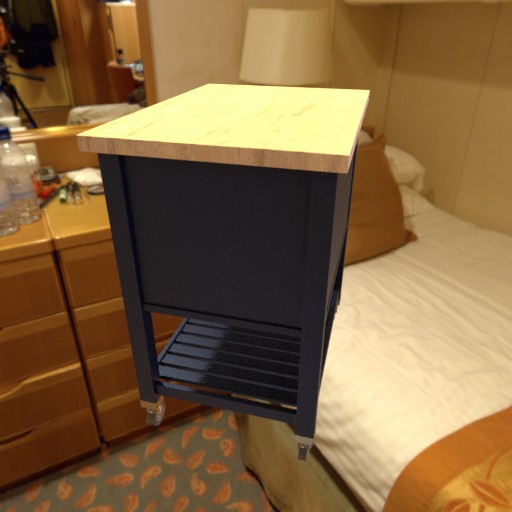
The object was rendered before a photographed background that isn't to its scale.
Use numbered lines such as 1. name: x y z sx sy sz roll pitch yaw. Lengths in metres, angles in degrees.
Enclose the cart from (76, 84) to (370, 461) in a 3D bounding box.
1. cart: 0.000 0.000 1.423 0.567 0.920 0.797 8 30 13
